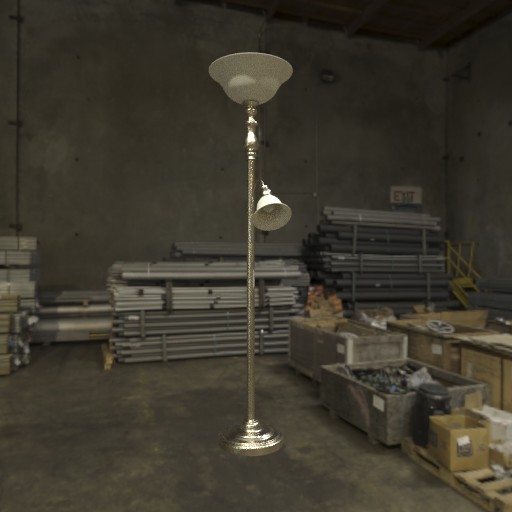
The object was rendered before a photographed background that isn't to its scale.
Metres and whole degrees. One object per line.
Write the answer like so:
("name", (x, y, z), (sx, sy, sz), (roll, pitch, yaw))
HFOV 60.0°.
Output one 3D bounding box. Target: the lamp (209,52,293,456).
("lamp", (0.000, 0.000, 2.059), (0.405, 1.785, 0.575), (0, -1, -18))
